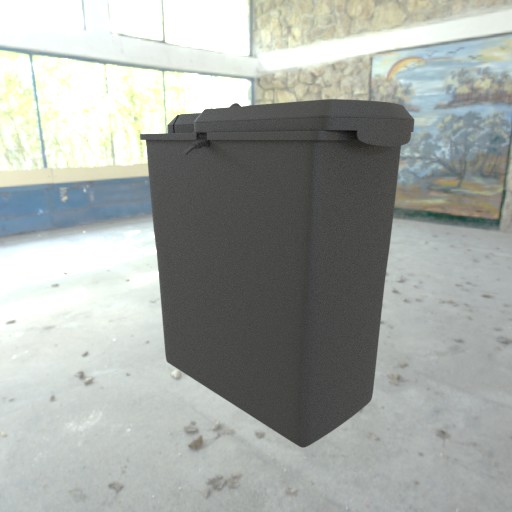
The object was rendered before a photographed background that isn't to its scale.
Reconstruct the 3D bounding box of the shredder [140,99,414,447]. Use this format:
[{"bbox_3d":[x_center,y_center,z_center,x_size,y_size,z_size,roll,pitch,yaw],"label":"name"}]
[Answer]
[{"bbox_3d":[0.000,0.000,0.518,0.170,0.335,0.320,-14,20,-42],"label":"shredder"}]
